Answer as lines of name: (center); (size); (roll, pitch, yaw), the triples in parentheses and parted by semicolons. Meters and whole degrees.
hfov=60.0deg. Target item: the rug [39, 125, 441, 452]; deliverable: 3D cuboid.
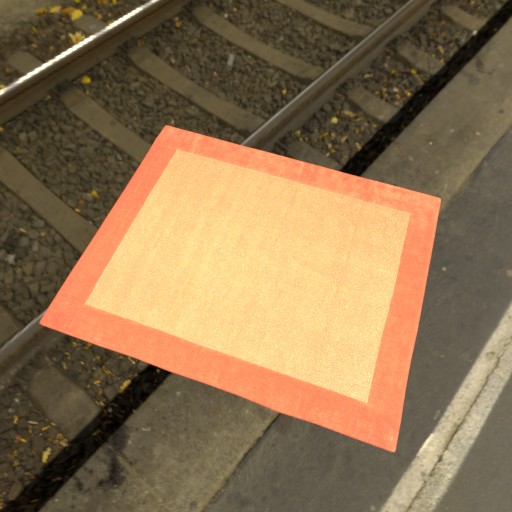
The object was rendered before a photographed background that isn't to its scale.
rug: (0.000, 0.000, 3.998); (2.976, 0.018, 2.430); (17, 62, 10)
